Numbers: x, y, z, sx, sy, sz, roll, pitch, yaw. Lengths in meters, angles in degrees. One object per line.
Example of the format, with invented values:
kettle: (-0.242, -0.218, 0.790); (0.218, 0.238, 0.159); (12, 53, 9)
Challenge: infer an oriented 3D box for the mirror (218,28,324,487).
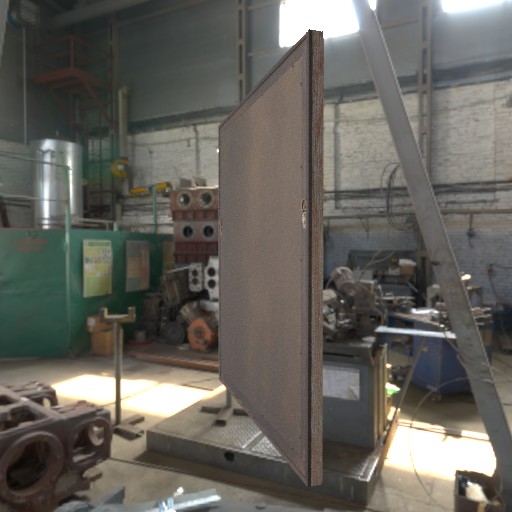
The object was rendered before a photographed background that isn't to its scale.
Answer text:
mirror: (0.000, 0.000, 1.203); (0.032, 0.882, 0.730); (0, 2, -18)
